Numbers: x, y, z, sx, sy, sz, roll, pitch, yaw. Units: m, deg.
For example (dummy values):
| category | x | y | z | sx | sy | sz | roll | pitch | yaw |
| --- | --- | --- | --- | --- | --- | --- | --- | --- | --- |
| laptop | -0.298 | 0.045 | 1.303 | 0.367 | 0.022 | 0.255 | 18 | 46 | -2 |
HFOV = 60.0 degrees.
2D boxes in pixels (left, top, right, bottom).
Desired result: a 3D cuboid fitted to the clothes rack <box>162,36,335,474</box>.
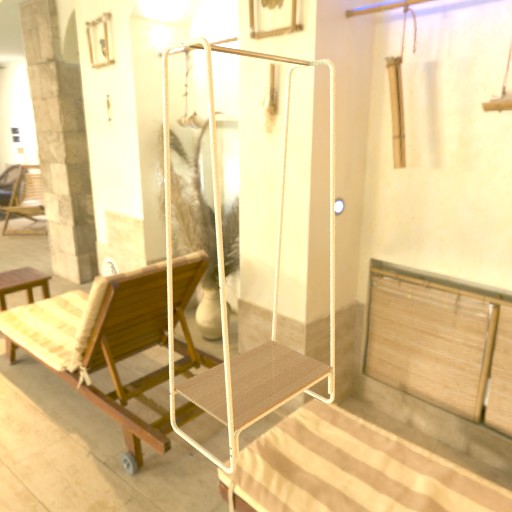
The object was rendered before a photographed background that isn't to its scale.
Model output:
| category | x | y | z | sx | sy | sz | roll | pitch | yaw |
| --- | --- | --- | --- | --- | --- | --- | --- | --- | --- |
| clothes rack | 0.000 | 0.000 | 1.774 | 0.400 | 1.500 | 0.640 | 15 | 22 | 43 |
